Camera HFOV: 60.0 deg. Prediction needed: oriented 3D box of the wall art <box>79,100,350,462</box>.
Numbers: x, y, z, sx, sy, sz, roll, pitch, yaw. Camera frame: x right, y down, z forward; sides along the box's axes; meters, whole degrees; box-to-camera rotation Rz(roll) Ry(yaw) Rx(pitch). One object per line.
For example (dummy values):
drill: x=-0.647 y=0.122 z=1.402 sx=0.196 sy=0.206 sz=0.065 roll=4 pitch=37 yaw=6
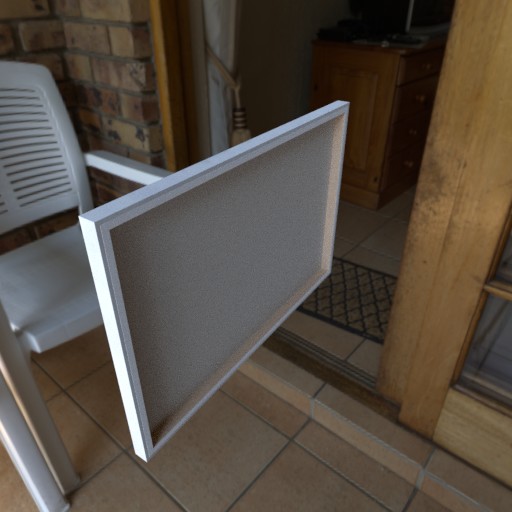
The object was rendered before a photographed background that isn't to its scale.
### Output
wall art: x=0.000 y=0.000 z=1.161 sx=0.038 sy=0.610 sz=0.915 roll=20 pitch=38 yaw=29
